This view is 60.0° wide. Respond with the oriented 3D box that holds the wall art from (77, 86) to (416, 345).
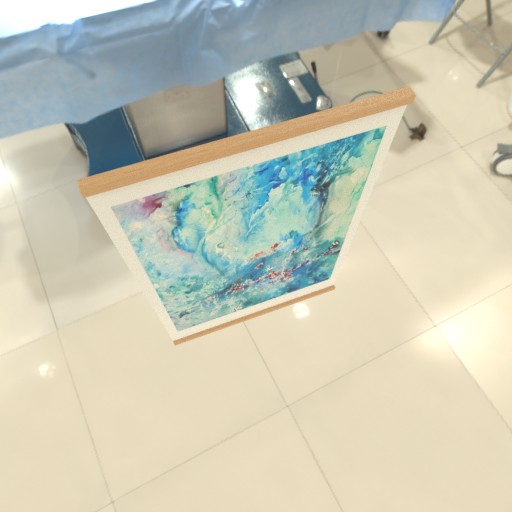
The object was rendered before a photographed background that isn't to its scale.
[{"bbox_3d":[0.000,0.000,0.647,0.335,0.510,0.013,-18,65,-9],"label":"wall art"}]
